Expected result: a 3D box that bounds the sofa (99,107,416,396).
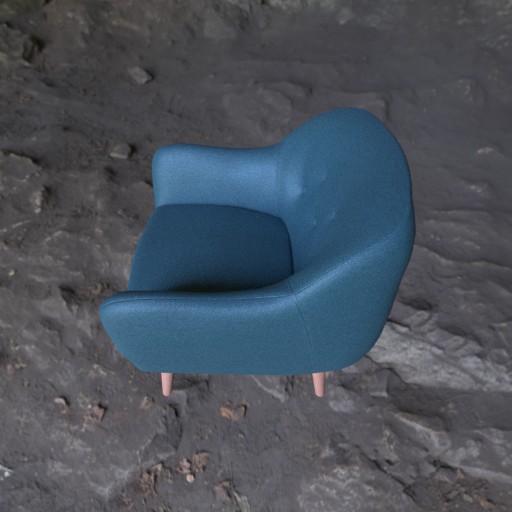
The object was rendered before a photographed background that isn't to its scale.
[{"bbox_3d":[0.000,0.000,1.503,0.825,0.817,0.836,0,42,0],"label":"sofa"}]
